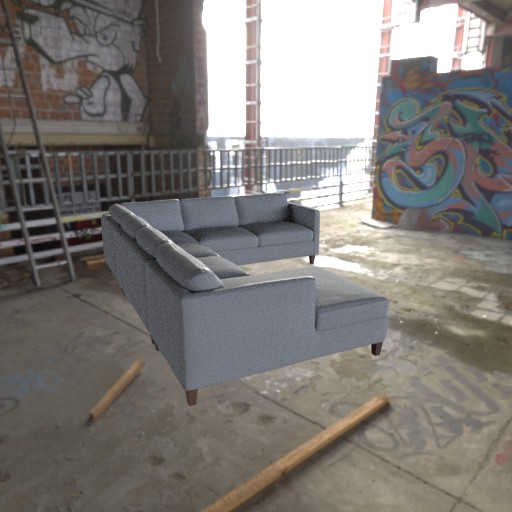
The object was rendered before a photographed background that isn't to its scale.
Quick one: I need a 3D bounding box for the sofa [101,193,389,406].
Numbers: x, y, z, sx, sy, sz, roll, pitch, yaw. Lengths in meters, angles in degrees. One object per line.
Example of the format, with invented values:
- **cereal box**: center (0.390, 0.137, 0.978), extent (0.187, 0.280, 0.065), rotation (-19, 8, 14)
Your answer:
- **sofa**: center (0.000, 0.000, 4.455), extent (2.551, 0.853, 3.238), rotation (-7, 17, -25)
